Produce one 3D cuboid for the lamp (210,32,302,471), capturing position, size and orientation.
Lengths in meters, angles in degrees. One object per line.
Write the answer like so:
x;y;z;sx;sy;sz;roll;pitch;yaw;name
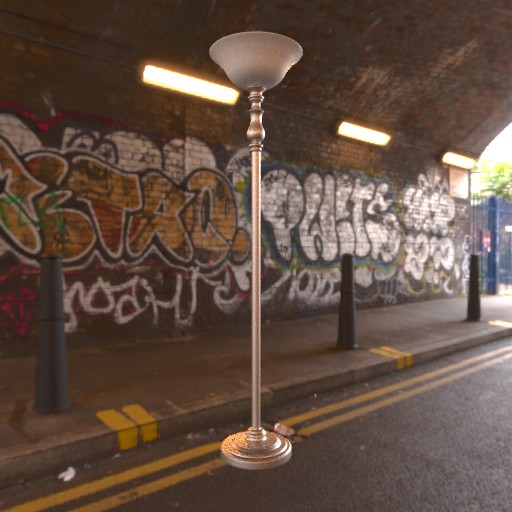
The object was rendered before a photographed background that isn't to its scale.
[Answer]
0.000;0.000;1.956;0.405;1.771;0.405;0;1;0;lamp
